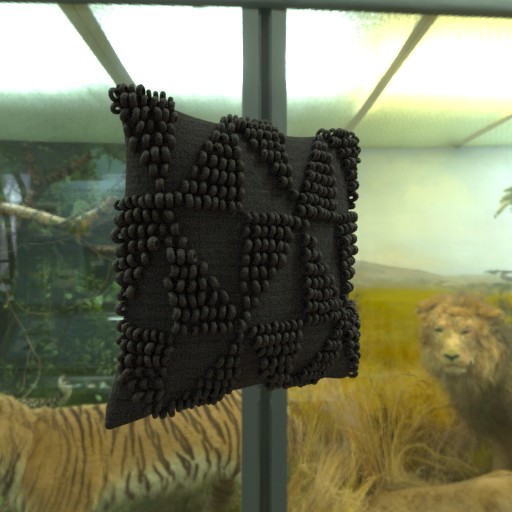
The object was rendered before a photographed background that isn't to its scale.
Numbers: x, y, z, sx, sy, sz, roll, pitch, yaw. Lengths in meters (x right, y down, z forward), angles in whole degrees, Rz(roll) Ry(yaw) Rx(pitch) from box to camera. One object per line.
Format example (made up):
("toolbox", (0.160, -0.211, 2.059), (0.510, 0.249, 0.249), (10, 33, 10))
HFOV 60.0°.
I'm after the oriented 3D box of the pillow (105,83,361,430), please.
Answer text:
("pillow", (0.000, 0.000, 0.714), (0.470, 0.467, 0.172), (0, 0, -33))
